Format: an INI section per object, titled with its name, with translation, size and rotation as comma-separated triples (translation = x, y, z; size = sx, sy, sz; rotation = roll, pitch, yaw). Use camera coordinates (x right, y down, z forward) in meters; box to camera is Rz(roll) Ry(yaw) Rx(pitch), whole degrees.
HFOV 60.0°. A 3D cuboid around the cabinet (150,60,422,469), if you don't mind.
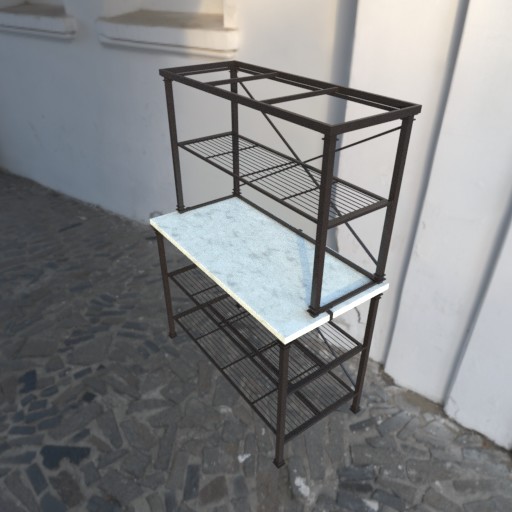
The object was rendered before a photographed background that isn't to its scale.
[cabinet]
translation = 0.000, 0.000, 2.274
size = 0.610, 1.659, 1.210
rotation = -21, 38, -30
